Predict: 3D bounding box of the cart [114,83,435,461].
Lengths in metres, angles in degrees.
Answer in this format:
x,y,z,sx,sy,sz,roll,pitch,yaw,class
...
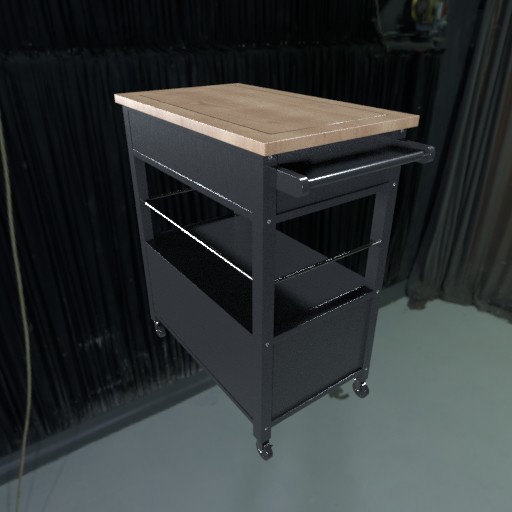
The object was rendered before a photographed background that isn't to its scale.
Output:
x,y,z,sx,sy,sz,roll,pitch,yaw,class
0.000,0.000,1.382,0.459,0.901,0.840,-19,33,-31,cart
